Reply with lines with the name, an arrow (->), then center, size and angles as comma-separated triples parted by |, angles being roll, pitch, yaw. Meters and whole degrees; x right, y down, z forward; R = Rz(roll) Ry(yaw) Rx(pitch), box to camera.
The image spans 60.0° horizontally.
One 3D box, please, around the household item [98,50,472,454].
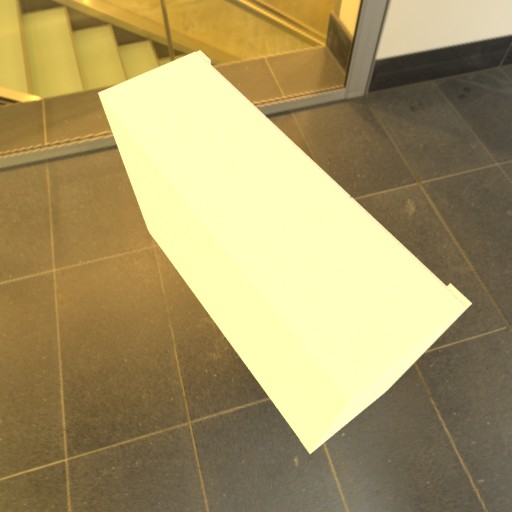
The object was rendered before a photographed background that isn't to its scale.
household item -> 0.000, 0.000, 1.708 | 0.420, 0.867, 1.300 | -32, 64, -18
